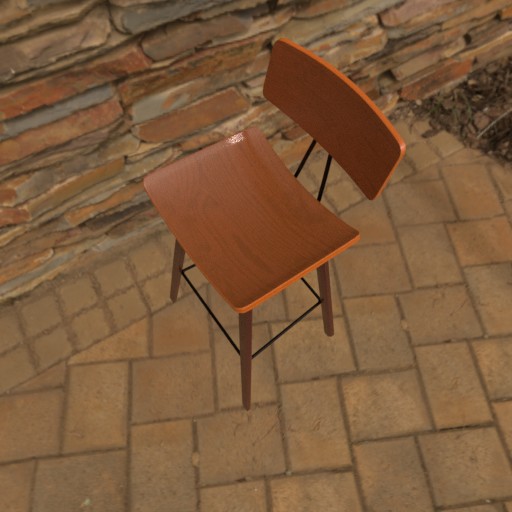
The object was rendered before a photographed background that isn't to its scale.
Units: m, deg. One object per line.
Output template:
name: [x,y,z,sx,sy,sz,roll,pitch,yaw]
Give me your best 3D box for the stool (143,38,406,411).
stool: [0.000,0.000,1.218,0.440,0.969,0.509,-33,67,-16]
